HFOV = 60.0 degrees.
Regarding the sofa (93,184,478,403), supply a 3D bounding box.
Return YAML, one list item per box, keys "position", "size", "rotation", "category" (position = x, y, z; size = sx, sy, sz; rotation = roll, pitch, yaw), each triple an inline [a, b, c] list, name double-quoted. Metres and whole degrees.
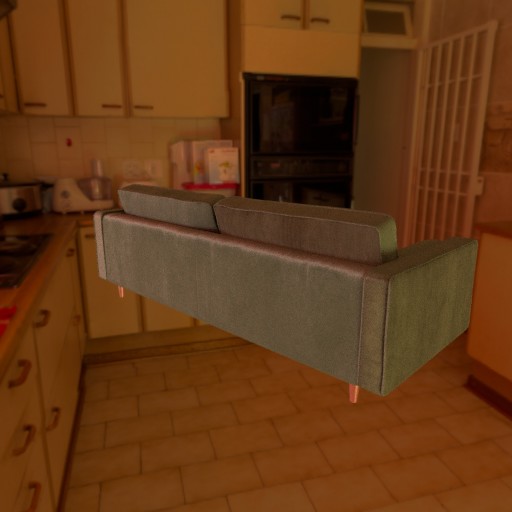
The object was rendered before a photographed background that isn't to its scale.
- position: [0.000, 0.000, 2.627]
  size: [2.199, 0.769, 0.918]
  rotation: [13, 20, 42]
  category: "sofa"
